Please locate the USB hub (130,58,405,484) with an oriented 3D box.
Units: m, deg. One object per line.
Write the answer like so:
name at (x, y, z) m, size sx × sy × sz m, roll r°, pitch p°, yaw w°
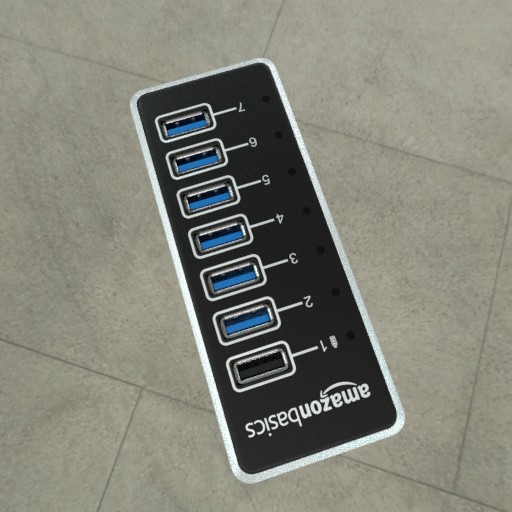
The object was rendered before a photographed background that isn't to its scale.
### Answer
USB hub at (0.000, 0.000, 0.128) m, size 0.044 × 0.023 × 0.110 m, roll -17°, pitch 77°, yaw -4°
